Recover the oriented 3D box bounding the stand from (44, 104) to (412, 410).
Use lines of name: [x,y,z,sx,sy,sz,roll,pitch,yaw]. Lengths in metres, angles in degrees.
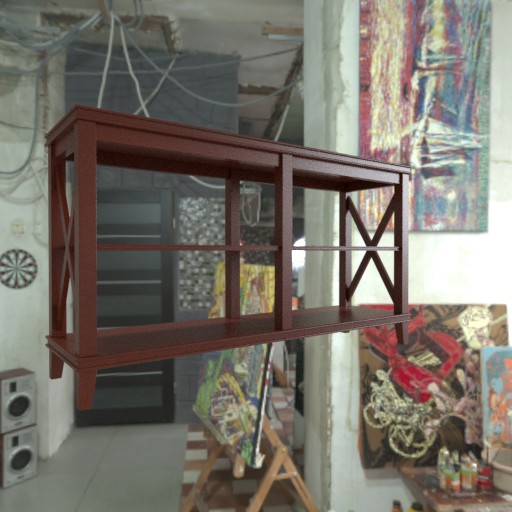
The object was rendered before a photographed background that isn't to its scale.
stand: [0.000,0.000,1.648,1.372,0.762,0.381,0,1,-36]
